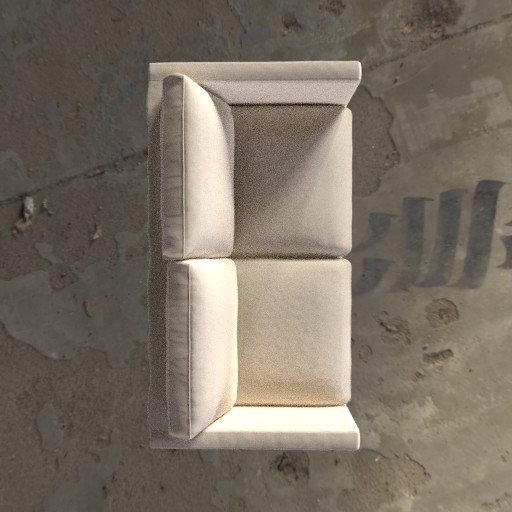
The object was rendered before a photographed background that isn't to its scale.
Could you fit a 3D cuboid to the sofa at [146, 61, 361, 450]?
[{"bbox_3d":[0.000,0.000,2.238,0.962,0.834,1.746,0,91,1],"label":"sofa"}]
